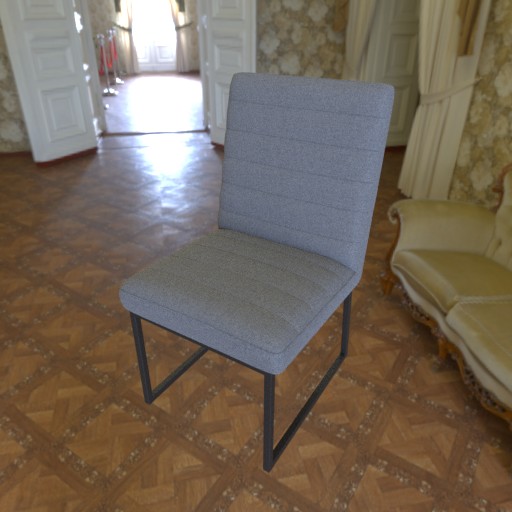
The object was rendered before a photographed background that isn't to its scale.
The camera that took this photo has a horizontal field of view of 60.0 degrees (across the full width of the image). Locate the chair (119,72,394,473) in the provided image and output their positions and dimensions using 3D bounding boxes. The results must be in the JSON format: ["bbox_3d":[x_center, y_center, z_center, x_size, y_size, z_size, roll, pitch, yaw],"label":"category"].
[{"bbox_3d":[0.000,0.000,1.303,0.520,0.930,0.634,17,33,28],"label":"chair"}]
